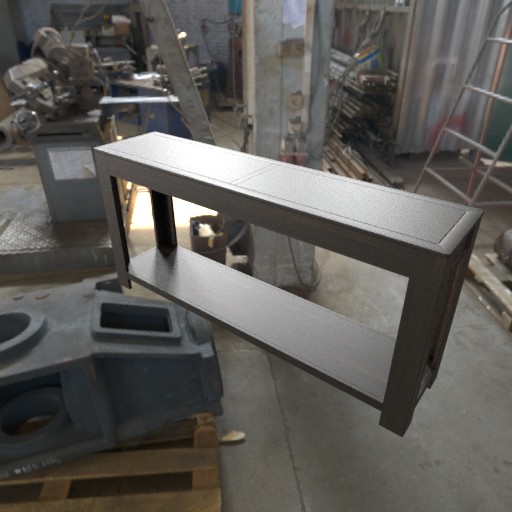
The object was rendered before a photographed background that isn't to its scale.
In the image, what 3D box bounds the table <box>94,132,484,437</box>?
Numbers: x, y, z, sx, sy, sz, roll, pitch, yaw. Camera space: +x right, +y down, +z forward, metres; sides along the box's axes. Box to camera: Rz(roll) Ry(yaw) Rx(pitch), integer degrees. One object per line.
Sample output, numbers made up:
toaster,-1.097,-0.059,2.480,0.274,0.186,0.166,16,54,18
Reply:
table,0.000,0.000,1.962,1.631,0.762,0.384,21,36,32
